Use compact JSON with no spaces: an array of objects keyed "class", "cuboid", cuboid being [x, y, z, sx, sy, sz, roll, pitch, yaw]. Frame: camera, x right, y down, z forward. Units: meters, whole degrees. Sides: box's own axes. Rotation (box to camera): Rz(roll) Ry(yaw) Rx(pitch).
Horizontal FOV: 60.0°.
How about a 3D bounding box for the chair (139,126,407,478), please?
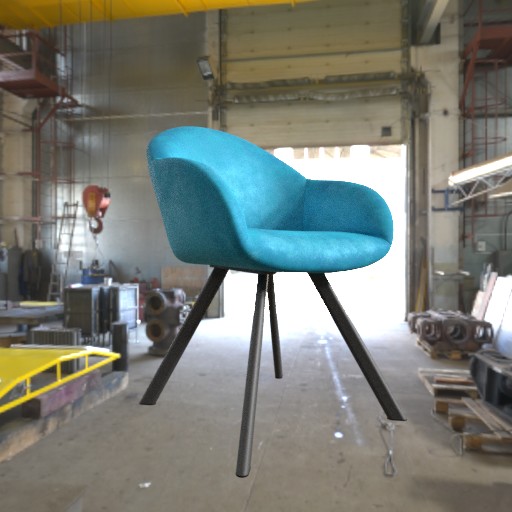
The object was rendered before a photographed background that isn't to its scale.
[{"class":"chair","cuboid":[0.000,0.000,1.173,0.550,0.795,0.590,0,0,-36]}]
